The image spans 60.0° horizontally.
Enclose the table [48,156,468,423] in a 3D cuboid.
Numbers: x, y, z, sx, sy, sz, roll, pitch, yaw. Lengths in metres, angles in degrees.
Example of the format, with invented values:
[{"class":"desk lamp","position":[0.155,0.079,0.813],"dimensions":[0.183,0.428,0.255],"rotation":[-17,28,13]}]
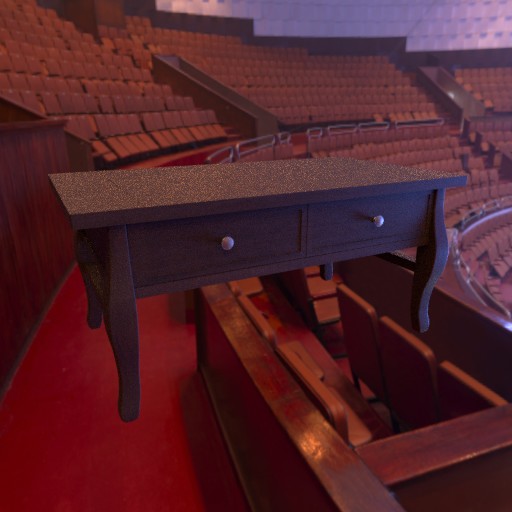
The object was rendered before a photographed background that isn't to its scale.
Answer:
[{"class":"table","position":[0.000,0.000,1.356],"dimensions":[1.062,0.494,0.600],"rotation":[-9,21,-26]}]
